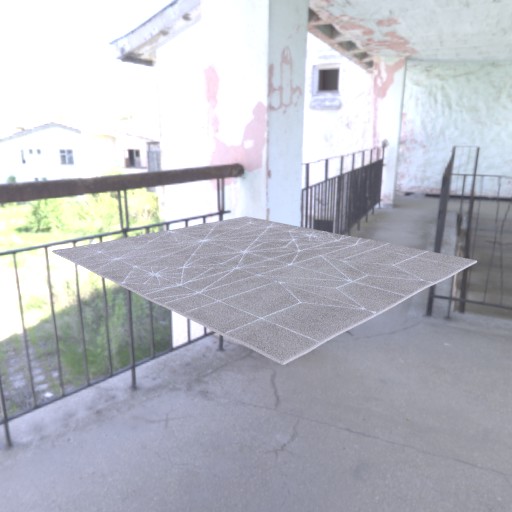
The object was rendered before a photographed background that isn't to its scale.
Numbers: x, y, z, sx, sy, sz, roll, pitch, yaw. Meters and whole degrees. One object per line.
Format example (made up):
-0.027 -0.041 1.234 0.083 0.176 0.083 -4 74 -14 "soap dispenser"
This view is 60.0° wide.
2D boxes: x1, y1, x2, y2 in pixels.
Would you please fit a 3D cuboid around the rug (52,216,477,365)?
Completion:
0.000 0.000 0.871 0.548 0.006 0.639 -15 22 -42 "rug"
